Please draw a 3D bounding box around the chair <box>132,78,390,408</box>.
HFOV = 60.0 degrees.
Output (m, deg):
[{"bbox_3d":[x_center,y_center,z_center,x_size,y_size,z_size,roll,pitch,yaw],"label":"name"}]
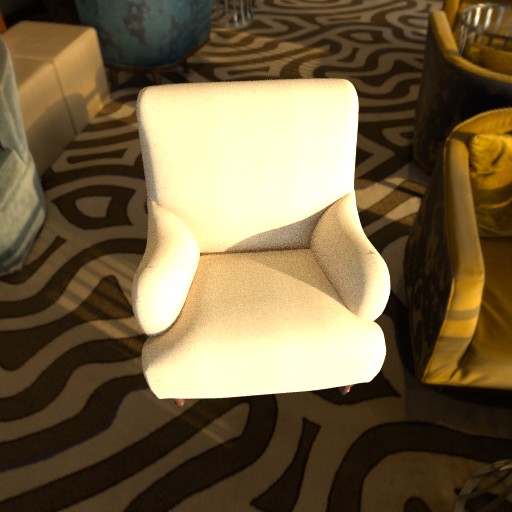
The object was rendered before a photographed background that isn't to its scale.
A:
[{"bbox_3d":[0.000,0.000,1.549,0.766,0.944,0.842,-4,46,-3],"label":"chair"}]
